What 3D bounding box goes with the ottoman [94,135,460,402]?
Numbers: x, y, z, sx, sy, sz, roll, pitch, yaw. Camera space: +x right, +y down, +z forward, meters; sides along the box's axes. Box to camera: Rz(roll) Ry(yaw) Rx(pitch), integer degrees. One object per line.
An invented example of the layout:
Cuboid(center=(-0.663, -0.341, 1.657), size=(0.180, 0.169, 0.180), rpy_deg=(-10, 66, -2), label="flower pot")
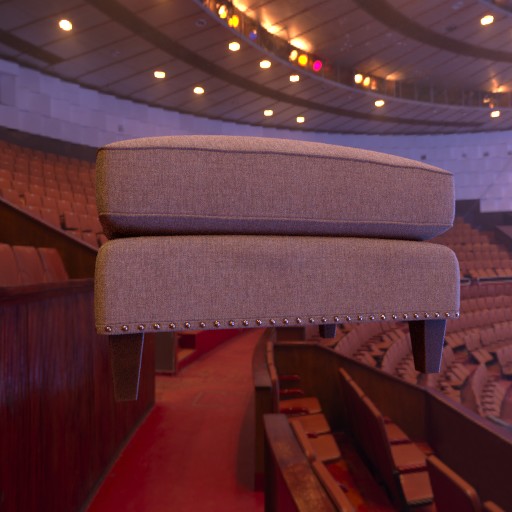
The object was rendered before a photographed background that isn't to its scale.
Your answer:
Cuboid(center=(0.000, 0.000, 1.108), size=(0.741, 0.513, 0.584), rpy_deg=(0, -1, -18), label="ottoman")
